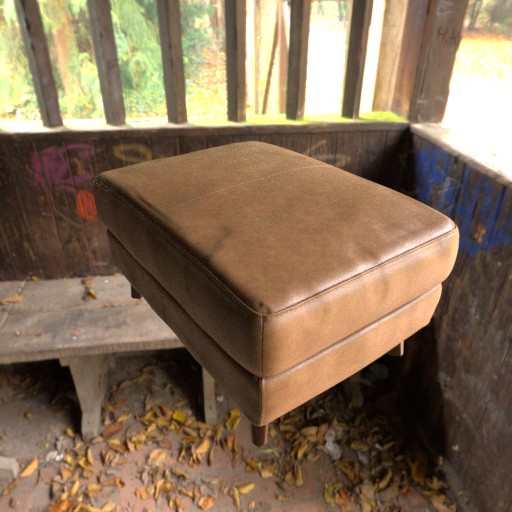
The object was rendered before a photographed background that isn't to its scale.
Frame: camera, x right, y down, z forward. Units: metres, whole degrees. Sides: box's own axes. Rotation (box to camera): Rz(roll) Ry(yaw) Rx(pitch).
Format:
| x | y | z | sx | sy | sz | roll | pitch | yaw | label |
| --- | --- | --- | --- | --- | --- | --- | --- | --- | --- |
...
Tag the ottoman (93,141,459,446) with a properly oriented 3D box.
| x | y | z | sx | sy | sz | roll | pitch | yaw | label |
| --- | --- | --- | --- | --- | --- | --- | --- | --- | --- |
| 0.000 | 0.000 | 1.241 | 0.630 | 0.461 | 0.869 | -21 | 36 | -31 | ottoman |
